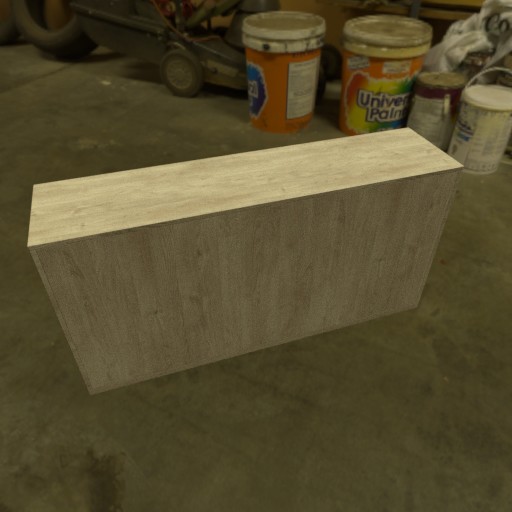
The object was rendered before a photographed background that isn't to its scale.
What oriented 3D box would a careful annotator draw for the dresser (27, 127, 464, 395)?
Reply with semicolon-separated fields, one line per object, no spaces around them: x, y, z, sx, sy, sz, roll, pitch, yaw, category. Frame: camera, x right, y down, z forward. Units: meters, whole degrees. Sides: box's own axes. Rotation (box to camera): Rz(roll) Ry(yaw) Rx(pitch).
0.000;0.000;1.928;1.590;0.795;0.390;-12;41;-14;dresser
